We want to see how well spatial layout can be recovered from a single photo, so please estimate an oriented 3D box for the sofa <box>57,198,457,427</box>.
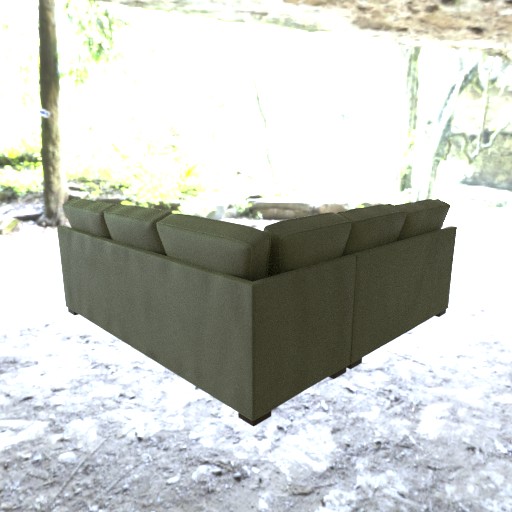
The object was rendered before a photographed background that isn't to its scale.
[{"bbox_3d":[0.000,0.000,3.450,2.182,0.939,2.189,-13,19,-43],"label":"sofa"}]
